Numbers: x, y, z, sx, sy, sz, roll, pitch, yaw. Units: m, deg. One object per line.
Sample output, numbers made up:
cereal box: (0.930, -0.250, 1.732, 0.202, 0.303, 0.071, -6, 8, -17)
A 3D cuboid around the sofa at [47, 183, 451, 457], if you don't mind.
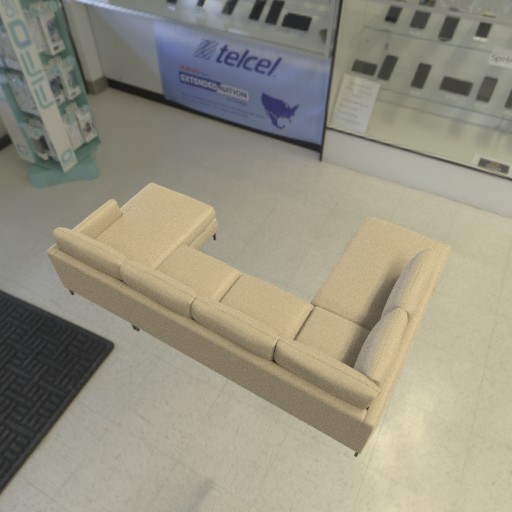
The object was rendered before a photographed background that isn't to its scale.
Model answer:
sofa: (0.000, 0.000, 3.642, 2.737, 0.756, 1.879, 24, 52, 20)
